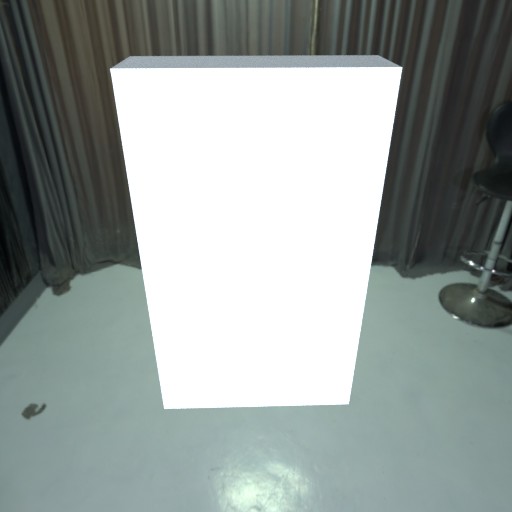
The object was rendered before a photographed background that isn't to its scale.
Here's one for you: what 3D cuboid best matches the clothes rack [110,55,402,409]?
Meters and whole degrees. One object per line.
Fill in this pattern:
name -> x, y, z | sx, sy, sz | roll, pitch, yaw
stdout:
clothes rack -> 0.000, 0.000, 1.576 | 0.750, 1.280, 0.250 | -1, 31, -2
